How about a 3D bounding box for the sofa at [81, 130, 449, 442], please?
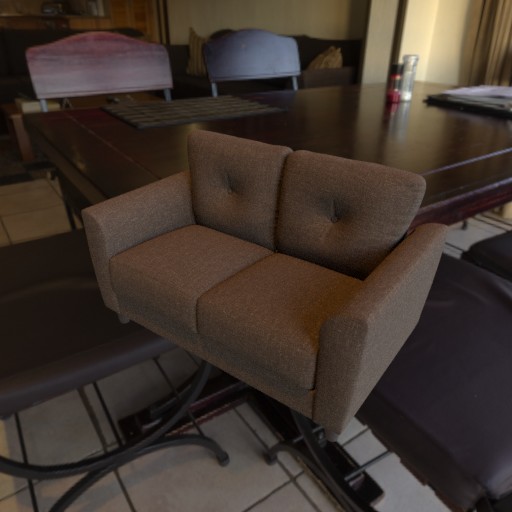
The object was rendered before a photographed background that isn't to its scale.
[{"bbox_3d":[0.000,0.000,2.038,1.423,0.885,0.851,20,35,31],"label":"sofa"}]
